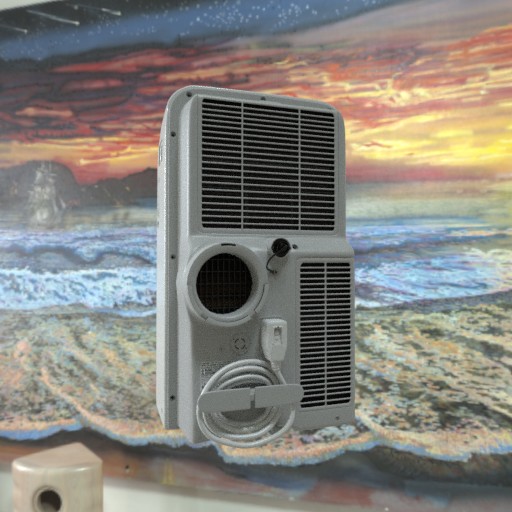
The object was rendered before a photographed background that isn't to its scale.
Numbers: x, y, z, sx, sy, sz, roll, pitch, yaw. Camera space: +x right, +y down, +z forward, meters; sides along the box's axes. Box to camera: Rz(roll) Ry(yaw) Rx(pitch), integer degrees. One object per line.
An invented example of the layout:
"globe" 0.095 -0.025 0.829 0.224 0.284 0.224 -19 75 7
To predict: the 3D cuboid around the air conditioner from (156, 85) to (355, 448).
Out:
"air conditioner" 0.000 0.000 1.078 0.449 0.786 0.414 0 -1 -18
